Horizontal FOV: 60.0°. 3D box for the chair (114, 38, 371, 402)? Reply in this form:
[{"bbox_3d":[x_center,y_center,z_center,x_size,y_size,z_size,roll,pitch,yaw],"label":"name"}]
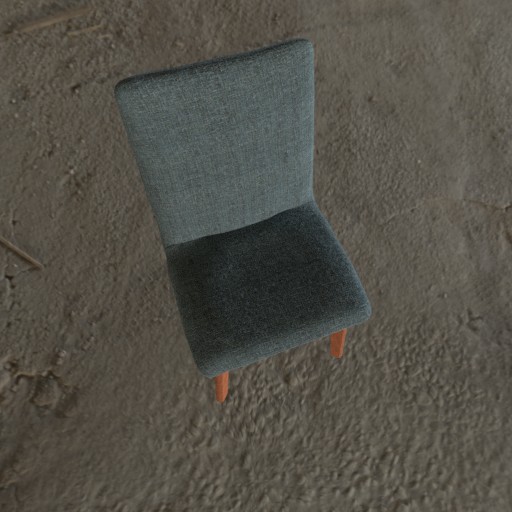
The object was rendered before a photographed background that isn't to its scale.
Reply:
[{"bbox_3d":[0.000,0.000,1.291,0.522,0.974,0.563,-18,65,-9],"label":"chair"}]
